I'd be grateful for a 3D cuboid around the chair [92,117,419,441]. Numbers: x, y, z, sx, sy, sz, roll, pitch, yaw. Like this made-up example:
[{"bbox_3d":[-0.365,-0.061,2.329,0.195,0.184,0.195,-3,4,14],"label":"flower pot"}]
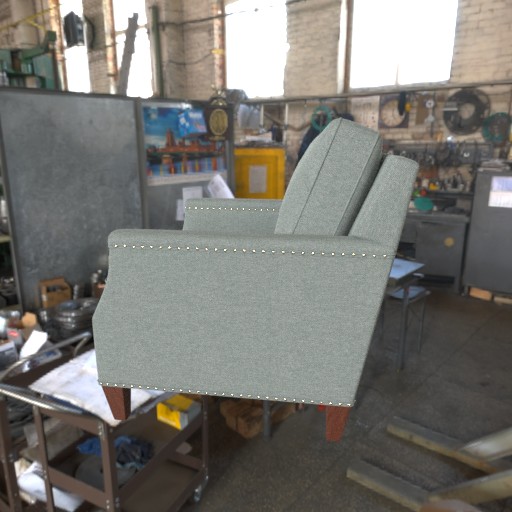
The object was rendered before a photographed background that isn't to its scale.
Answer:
[{"bbox_3d":[0.000,0.000,1.776,1.031,1.031,0.885,2,15,8],"label":"chair"}]
